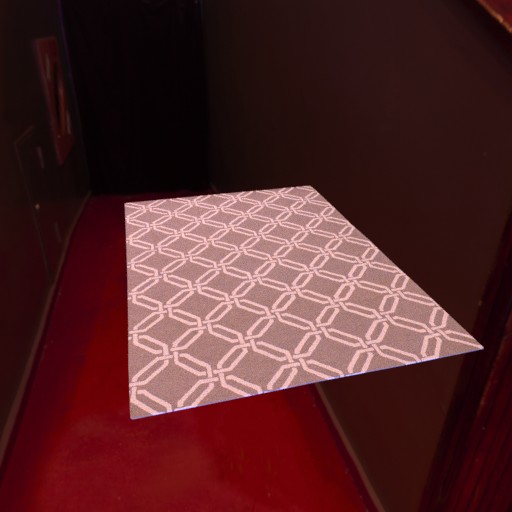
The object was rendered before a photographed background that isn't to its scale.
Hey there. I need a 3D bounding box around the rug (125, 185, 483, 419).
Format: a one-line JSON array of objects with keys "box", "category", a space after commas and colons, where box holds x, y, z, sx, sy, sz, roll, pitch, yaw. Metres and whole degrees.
[{"box": [0.000, 0.000, 4.303, 2.441, 0.020, 3.419, -7, 30, -13], "category": "rug"}]
